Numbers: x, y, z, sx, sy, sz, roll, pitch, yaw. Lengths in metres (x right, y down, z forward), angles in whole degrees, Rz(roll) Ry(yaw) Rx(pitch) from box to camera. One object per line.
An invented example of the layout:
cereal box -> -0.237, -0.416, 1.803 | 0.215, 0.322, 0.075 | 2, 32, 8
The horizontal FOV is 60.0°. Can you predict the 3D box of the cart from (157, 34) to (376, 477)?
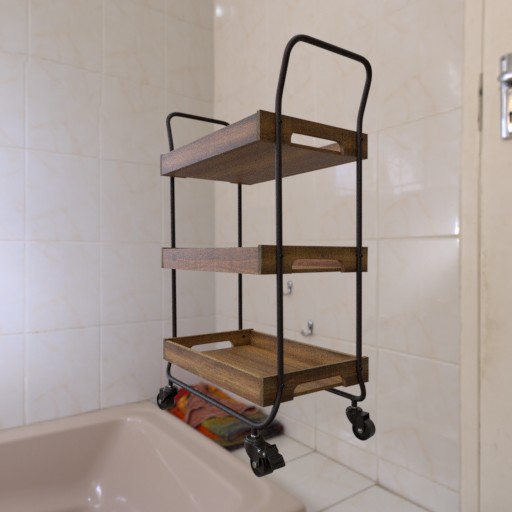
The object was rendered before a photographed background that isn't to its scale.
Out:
cart -> 0.000, 0.000, 1.140 | 0.339, 0.857, 0.583 | 0, 0, -35
